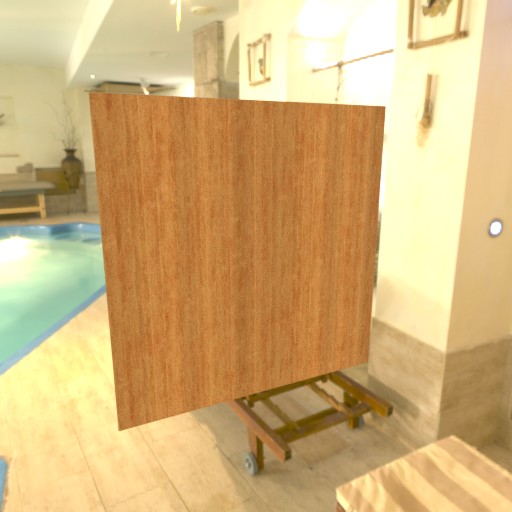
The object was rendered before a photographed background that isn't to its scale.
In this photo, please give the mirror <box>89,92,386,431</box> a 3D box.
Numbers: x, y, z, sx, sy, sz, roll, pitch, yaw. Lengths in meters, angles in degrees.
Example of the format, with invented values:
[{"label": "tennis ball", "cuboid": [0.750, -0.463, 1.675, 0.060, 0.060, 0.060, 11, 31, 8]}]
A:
[{"label": "mirror", "cuboid": [0.000, 0.000, 0.984, 0.651, 0.651, 0.047, -7, 16, -26]}]
